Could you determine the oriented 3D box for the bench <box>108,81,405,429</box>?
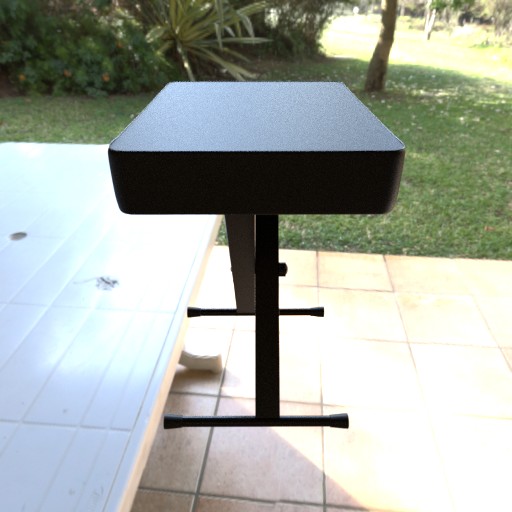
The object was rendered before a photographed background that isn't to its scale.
[{"bbox_3d":[0.000,0.000,0.765,0.321,0.500,0.424,0,31,0],"label":"bench"}]
